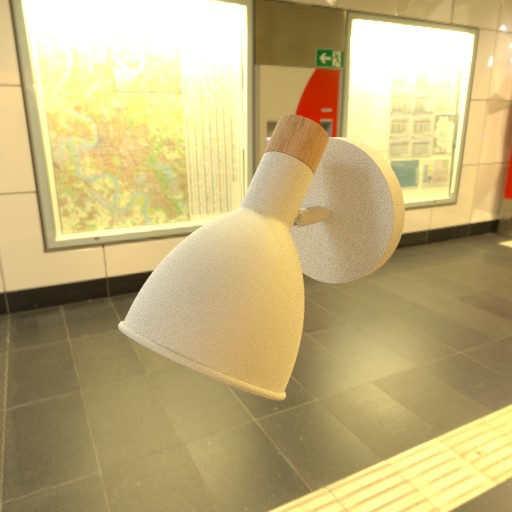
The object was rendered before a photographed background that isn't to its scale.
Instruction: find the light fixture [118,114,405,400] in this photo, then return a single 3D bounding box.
[{"bbox_3d":[0.000,0.000,0.325,0.127,0.199,0.209,15,22,41],"label":"light fixture"}]
